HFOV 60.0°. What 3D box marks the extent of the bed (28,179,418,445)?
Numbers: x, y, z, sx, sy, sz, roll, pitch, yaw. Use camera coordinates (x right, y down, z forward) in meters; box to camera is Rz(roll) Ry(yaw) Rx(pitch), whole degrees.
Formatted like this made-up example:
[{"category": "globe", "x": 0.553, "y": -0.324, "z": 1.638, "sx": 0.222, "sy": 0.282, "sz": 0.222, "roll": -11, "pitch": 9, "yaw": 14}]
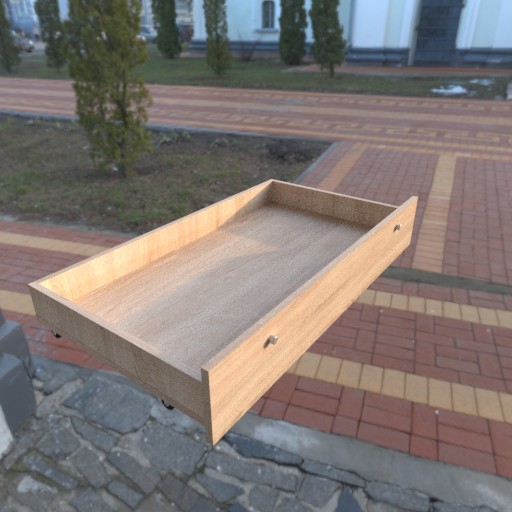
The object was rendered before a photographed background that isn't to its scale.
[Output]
[{"category": "bed", "x": 0.000, "y": 0.000, "z": 1.482, "sx": 0.685, "sy": 0.209, "sz": 1.200, "roll": 18, "pitch": 32, "yaw": 32}]
